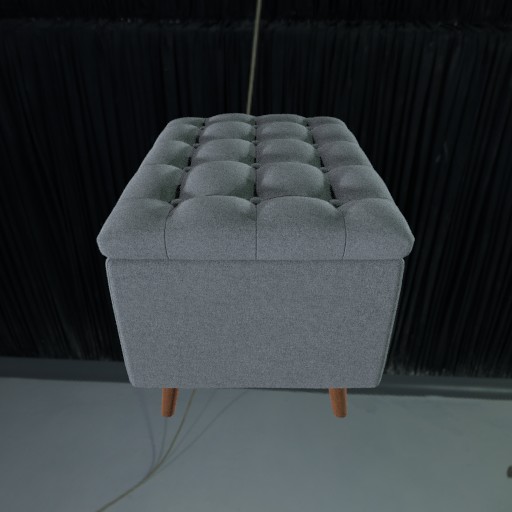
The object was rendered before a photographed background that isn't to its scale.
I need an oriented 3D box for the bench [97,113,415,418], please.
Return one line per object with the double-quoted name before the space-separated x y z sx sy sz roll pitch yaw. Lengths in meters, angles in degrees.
"bench" 0.000 0.000 0.912 0.417 0.469 0.572 0 31 0
